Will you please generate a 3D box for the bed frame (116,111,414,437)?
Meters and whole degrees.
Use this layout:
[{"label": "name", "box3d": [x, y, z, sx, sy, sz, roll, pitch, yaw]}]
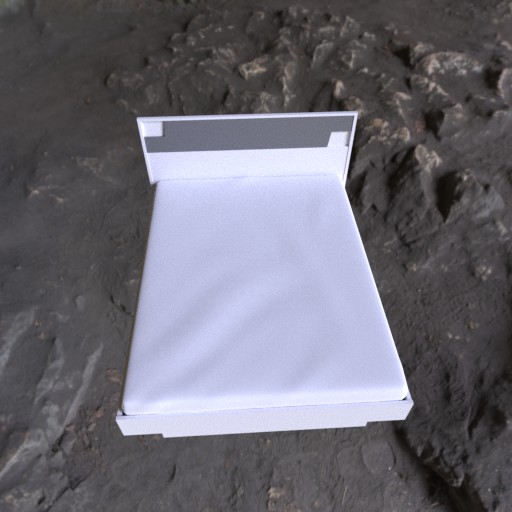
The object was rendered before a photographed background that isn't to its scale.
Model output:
[{"label": "bed frame", "box3d": [0.000, 0.000, 3.078, 1.711, 1.001, 2.100, -2, 46, -2]}]
